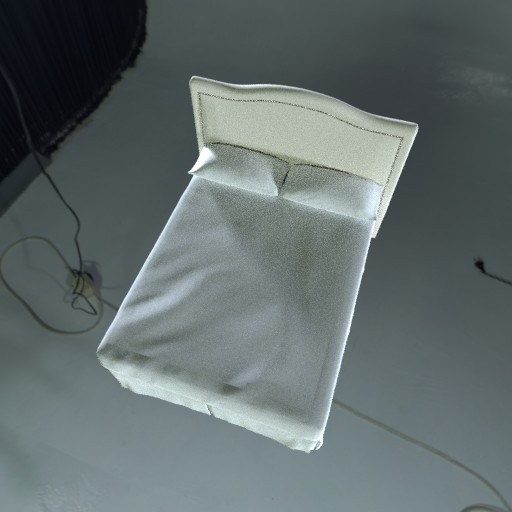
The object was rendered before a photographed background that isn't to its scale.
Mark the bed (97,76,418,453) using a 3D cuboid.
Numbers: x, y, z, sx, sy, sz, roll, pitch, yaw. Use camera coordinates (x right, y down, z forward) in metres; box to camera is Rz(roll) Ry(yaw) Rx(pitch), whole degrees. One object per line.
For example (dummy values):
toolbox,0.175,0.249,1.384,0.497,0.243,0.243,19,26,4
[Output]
bed,0.000,0.000,3.305,1.753,1.460,2.143,16,59,10
